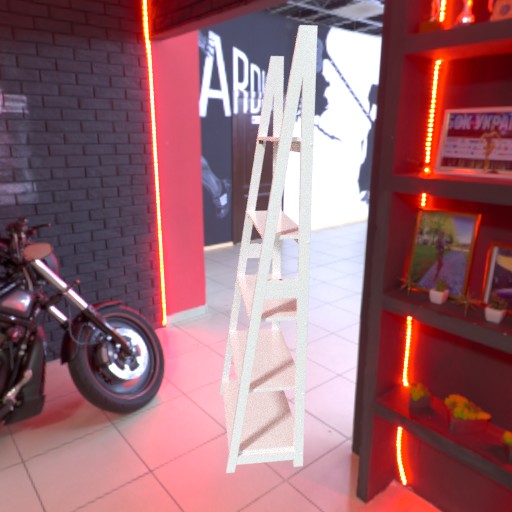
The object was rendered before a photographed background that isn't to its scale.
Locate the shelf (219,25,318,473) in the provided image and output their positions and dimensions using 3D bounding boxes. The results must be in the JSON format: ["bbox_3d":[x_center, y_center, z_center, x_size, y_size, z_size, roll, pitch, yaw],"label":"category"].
[{"bbox_3d":[0.000,0.000,2.019,0.341,1.779,0.636,-2,15,-7],"label":"shelf"}]
